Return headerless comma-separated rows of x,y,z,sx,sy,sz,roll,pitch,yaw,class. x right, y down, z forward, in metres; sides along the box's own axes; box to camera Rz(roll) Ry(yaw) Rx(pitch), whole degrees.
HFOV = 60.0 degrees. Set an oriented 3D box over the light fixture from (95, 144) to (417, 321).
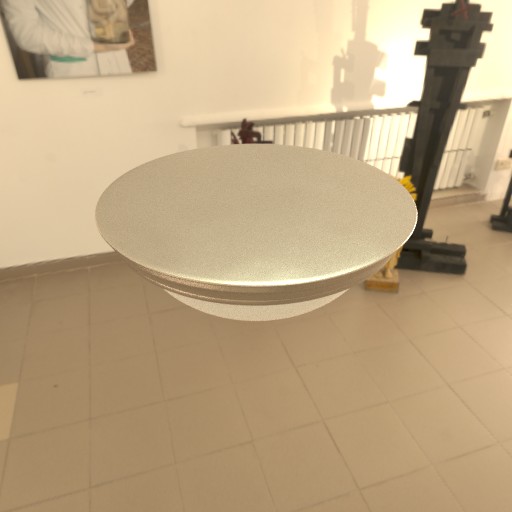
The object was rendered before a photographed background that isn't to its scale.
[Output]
0.000,0.000,0.437,0.280,0.135,0.280,0,33,0,light fixture
